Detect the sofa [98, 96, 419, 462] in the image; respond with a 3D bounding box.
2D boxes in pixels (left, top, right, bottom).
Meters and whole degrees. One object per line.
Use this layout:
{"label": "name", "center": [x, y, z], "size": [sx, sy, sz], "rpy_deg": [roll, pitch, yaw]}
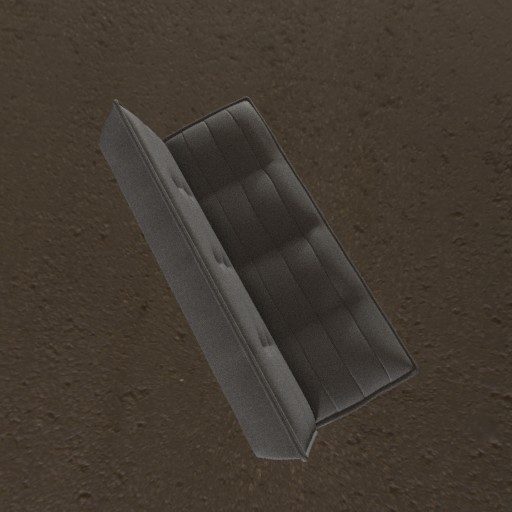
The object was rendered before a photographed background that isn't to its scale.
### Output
{"label": "sofa", "center": [0.000, 0.000, 2.483], "size": [0.950, 0.890, 1.940], "rpy_deg": [-28, 76, -7]}
